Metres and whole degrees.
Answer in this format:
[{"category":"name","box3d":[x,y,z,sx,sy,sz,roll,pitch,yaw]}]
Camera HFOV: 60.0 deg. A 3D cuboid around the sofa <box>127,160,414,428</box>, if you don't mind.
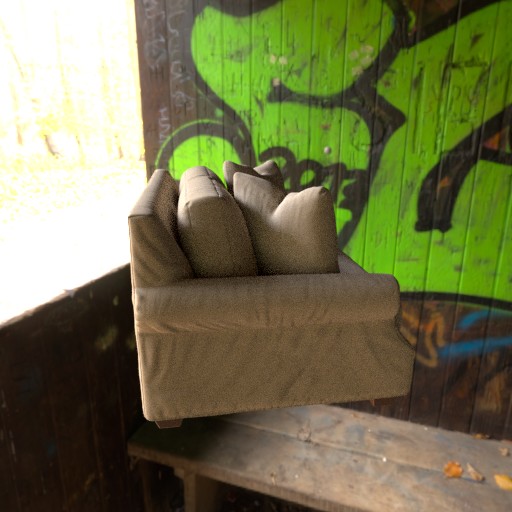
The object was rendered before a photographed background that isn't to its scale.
[{"category":"sofa","box3d":[0.000,0.000,2.247,1.070,0.905,1.550,-3,17,-8]}]
